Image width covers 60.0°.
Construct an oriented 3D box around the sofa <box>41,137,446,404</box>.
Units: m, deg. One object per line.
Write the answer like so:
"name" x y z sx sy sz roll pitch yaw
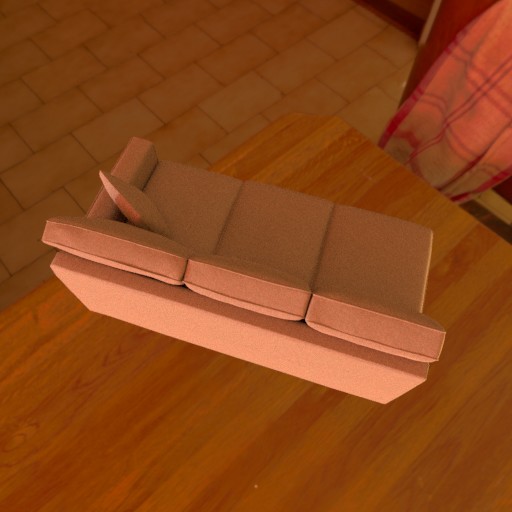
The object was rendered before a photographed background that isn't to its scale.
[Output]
"sofa" 0.000 0.000 2.591 1.963 0.946 1.034 16 64 8
